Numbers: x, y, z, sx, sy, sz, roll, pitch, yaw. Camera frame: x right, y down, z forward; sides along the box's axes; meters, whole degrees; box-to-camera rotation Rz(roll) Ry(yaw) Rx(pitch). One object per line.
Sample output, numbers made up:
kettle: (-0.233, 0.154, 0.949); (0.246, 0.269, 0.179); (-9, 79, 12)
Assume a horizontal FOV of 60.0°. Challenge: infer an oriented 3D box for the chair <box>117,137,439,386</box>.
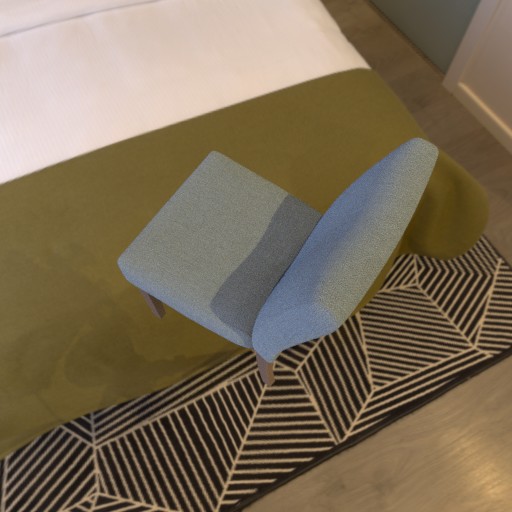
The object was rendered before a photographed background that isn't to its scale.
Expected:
chair: (0.000, 0.000, 1.249); (0.629, 0.882, 0.487); (30, 67, 14)
